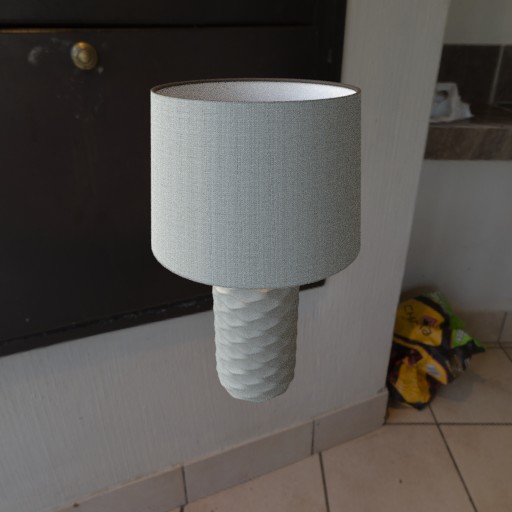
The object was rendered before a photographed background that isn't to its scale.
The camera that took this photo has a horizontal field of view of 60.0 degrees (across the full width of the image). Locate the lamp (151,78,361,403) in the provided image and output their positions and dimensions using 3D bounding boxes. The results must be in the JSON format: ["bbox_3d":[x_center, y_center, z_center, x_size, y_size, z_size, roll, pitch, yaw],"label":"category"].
[{"bbox_3d":[0.000,0.000,0.832,0.376,0.594,0.376,0,27,0],"label":"lamp"}]
